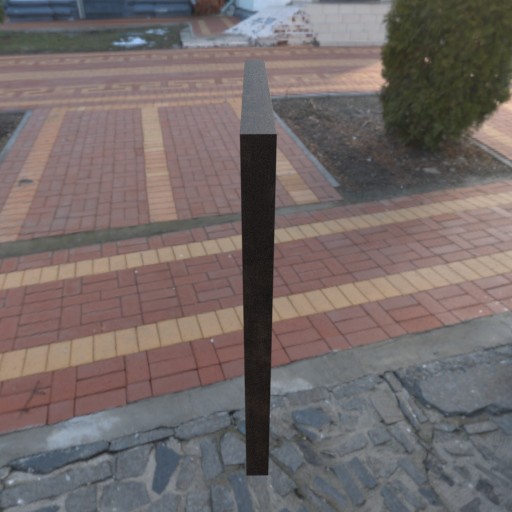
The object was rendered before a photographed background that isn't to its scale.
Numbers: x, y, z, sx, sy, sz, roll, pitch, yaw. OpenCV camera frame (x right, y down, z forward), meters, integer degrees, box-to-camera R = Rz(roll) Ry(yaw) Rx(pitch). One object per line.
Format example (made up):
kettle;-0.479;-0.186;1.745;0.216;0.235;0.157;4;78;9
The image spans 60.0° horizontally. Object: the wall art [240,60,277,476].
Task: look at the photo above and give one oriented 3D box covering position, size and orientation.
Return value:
wall art;0.000;0.000;0.555;0.027;0.406;0.329;0;32;-1
